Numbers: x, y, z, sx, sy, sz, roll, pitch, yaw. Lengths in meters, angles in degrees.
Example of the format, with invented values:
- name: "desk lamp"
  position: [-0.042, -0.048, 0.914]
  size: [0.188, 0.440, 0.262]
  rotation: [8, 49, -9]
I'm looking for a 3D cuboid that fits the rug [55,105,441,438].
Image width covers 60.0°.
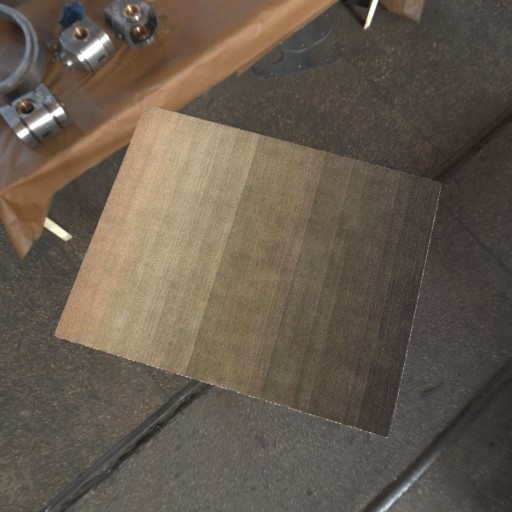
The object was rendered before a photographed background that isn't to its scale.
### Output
- name: "rug"
  position: [0.000, 0.000, 3.919]
  size: [2.902, 0.017, 2.306]
  rotation: [16, 77, 4]
